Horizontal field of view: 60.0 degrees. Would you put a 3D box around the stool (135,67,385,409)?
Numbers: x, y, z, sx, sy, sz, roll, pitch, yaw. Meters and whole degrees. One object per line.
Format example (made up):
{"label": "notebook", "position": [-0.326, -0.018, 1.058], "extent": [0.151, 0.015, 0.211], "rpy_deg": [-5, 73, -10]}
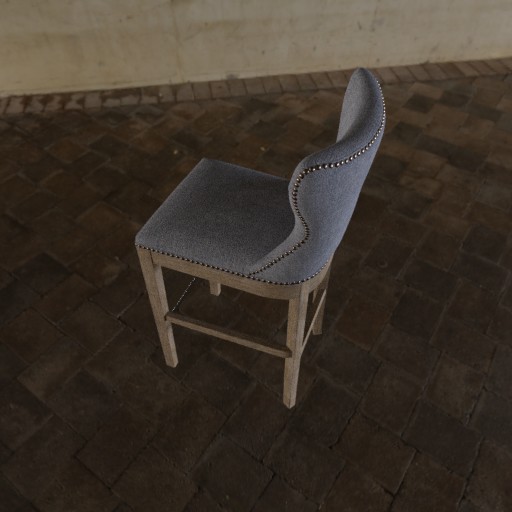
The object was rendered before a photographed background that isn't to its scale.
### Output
{"label": "stool", "position": [0.000, 0.000, 1.439], "extent": [0.606, 1.123, 0.494], "rpy_deg": [17, 49, 15]}
